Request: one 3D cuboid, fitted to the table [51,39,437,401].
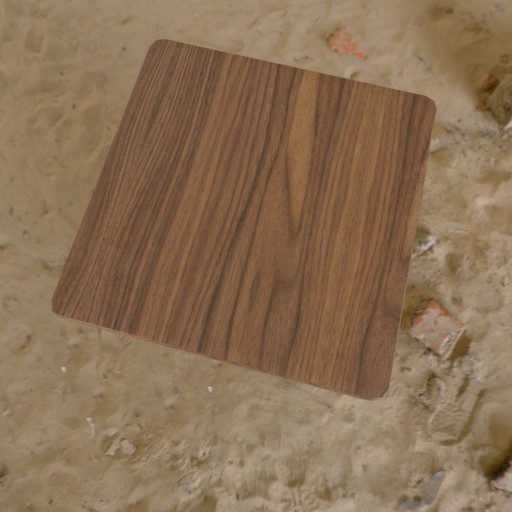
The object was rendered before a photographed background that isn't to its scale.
[{"bbox_3d":[0.000,0.000,0.968,0.479,0.641,0.480,14,75,4],"label":"table"}]
